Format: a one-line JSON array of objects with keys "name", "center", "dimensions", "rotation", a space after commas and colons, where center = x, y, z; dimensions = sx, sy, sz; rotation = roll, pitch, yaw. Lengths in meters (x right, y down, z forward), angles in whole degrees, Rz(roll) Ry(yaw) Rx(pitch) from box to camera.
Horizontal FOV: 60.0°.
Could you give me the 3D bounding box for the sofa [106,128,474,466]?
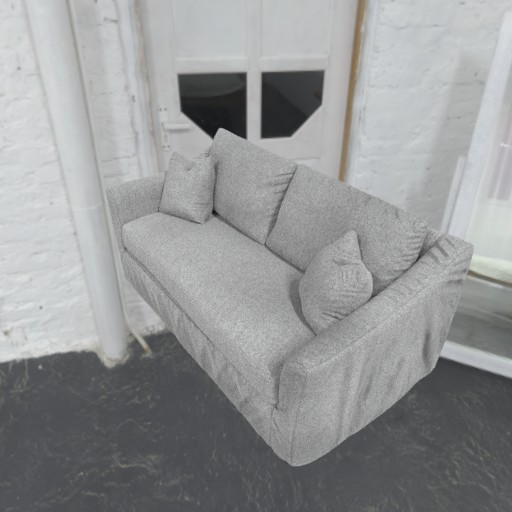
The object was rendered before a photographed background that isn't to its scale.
[{"name": "sofa", "center": [0.000, 0.000, 2.631], "dimensions": [1.072, 1.018, 2.010], "rotation": [-22, 39, -30]}]
